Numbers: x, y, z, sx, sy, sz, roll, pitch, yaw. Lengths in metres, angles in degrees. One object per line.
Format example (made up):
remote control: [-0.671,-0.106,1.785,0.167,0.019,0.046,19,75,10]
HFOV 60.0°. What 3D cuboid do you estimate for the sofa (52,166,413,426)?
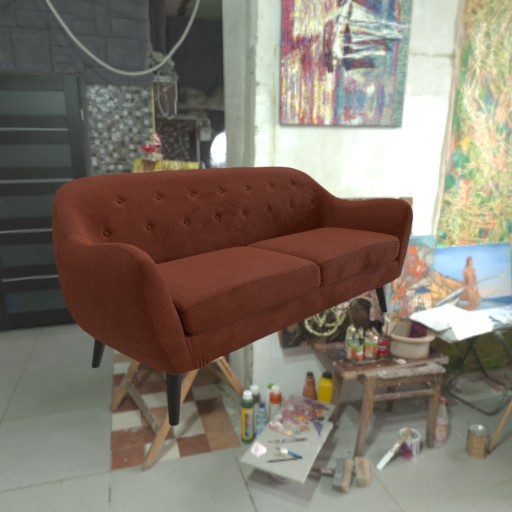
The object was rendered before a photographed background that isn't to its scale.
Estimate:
sofa: [0.000,0.000,2.222,0.820,0.836,1.840,13,19,42]
